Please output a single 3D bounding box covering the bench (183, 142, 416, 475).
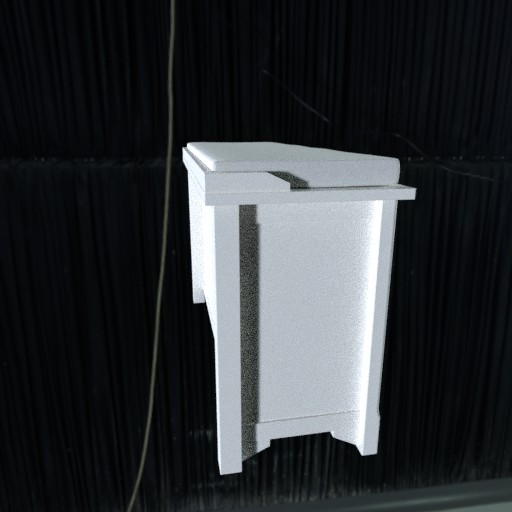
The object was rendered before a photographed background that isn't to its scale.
[{"bbox_3d":[0.000,0.000,1.230,0.346,0.589,0.987,-3,16,-10],"label":"bench"}]
